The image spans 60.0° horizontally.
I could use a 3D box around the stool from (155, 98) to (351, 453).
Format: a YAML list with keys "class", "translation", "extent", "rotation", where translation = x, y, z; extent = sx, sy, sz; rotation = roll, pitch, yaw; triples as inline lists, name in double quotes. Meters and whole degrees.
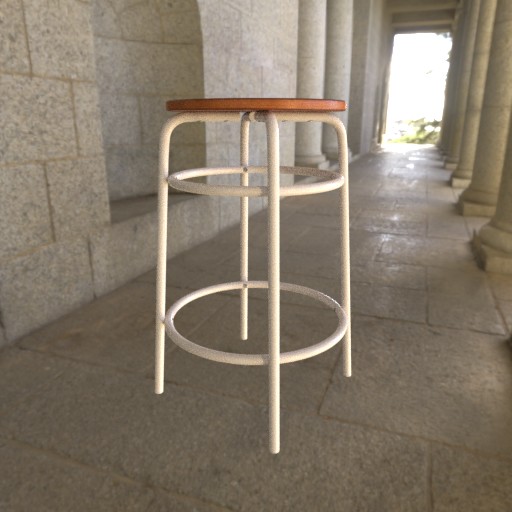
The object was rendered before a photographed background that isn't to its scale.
- class: "stool"
  translation: [0.000, 0.000, 0.926]
  extent: [0.455, 0.610, 0.455]
  rotation: [-3, 17, -8]
